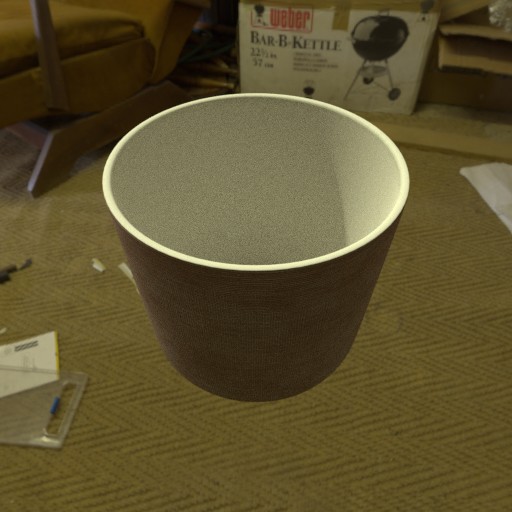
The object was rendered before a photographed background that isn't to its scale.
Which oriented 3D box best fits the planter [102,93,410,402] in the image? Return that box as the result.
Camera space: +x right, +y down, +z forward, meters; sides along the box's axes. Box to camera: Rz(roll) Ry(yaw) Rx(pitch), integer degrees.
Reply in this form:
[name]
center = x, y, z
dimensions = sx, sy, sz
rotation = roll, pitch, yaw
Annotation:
[planter]
center = 0.000, 0.000, 0.792
dimensions = 0.440, 0.398, 0.440
rotation = 0, 45, 0
